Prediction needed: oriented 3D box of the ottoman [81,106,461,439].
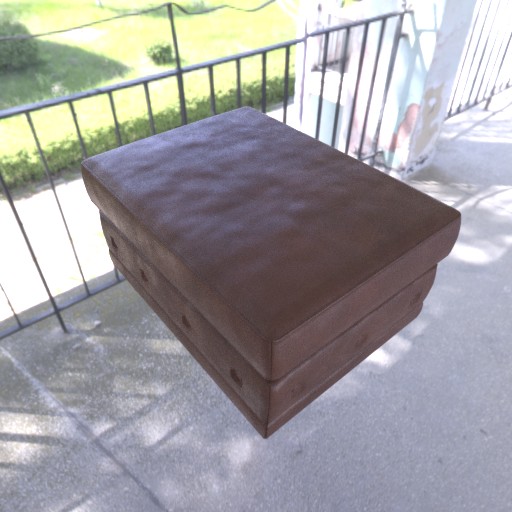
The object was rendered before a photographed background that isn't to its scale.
[{"bbox_3d":[0.000,0.000,1.229,0.588,0.509,0.795,-28,49,-29],"label":"ottoman"}]
